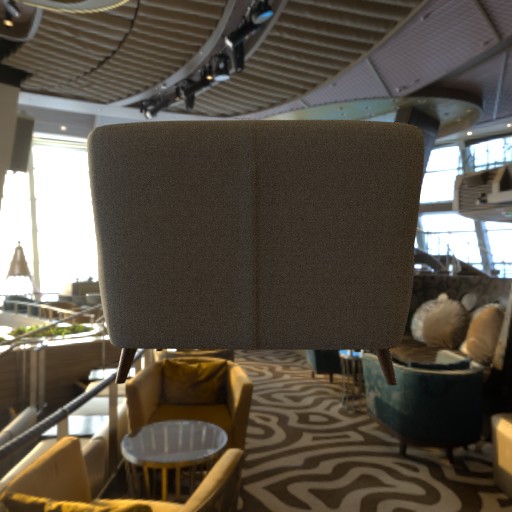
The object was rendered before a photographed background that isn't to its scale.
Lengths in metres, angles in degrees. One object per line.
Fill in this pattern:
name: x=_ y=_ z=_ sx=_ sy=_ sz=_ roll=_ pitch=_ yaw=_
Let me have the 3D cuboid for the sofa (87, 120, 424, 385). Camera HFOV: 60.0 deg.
sofa: x=0.000 y=0.000 z=2.062 sx=1.386 sy=1.028 sz=0.884 roll=0 pitch=-1 yaw=1
